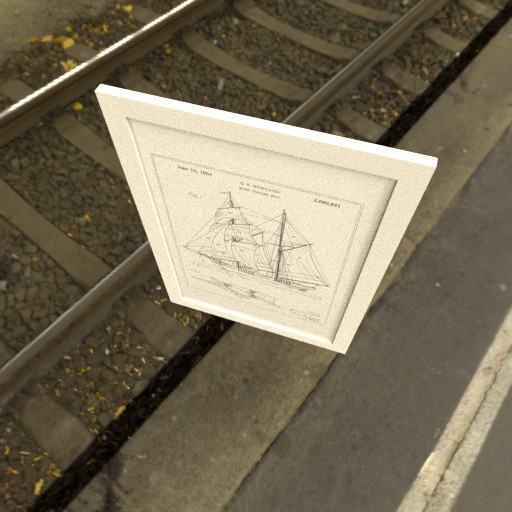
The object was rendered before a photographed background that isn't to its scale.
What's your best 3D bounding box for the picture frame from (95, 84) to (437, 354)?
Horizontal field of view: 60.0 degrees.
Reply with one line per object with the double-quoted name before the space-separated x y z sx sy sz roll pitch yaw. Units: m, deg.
"picture frame" 0.000 0.000 0.601 0.326 0.459 0.011 15 59 9
